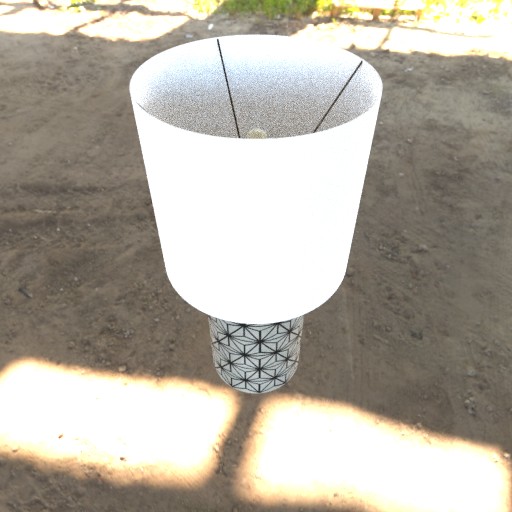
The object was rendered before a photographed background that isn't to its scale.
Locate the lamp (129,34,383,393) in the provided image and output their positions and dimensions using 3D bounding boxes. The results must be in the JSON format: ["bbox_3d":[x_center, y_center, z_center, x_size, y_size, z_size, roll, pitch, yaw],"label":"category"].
[{"bbox_3d":[0.000,0.000,0.513,0.206,0.416,0.206,-16,46,-16],"label":"lamp"}]
